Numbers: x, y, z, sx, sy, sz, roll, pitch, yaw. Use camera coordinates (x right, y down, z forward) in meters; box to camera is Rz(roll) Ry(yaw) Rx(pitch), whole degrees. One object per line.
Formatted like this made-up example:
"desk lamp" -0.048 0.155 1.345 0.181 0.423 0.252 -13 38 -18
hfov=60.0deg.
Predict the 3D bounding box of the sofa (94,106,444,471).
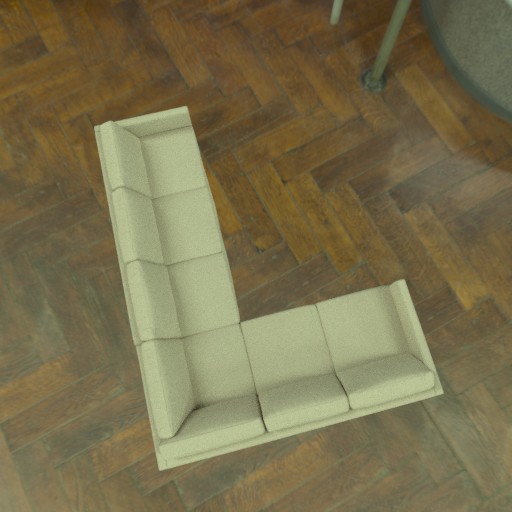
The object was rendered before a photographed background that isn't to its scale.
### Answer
"sofa" 0.000 0.000 4.213 2.432 0.871 3.182 -14 76 -4
